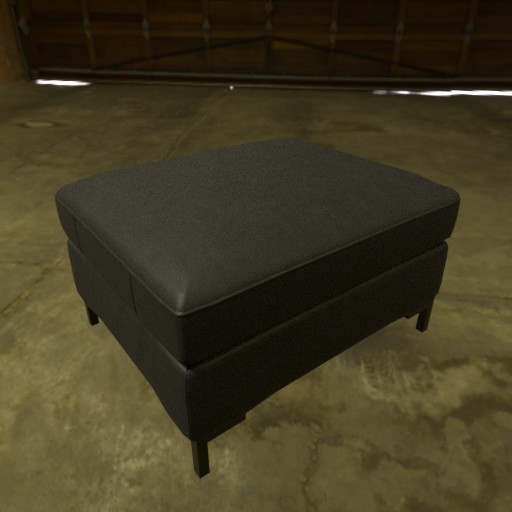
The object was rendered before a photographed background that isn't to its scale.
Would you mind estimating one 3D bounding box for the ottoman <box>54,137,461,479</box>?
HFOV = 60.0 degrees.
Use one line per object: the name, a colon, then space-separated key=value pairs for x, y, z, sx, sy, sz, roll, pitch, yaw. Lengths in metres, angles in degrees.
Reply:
ottoman: x=0.000 y=0.000 z=1.753 sx=1.187 sy=0.696 sz=0.967 roll=-21 pitch=35 yaw=-32
